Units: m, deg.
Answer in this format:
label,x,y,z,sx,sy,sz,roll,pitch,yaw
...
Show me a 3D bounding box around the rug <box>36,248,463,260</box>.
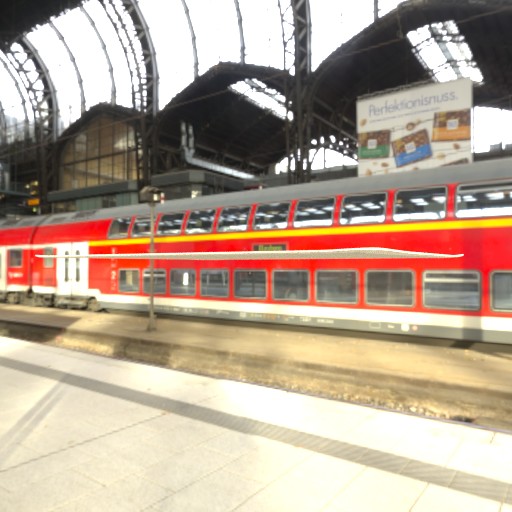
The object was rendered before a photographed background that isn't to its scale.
label,x,y,z,sx,sy,sz,roll,pitch,yaw
rug,0.000,0.000,3.797,2.897,0.035,2.277,-1,-1,34
